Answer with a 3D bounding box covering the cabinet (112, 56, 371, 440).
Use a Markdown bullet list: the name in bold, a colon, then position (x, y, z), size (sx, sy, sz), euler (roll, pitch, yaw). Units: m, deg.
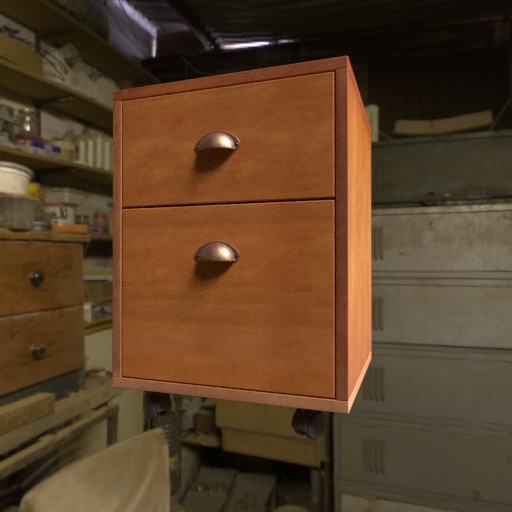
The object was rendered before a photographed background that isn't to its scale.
- **cabinet**: position (0.000, 0.000, 0.877), size (0.409, 0.579, 0.401), euler (0, -1, 19)
